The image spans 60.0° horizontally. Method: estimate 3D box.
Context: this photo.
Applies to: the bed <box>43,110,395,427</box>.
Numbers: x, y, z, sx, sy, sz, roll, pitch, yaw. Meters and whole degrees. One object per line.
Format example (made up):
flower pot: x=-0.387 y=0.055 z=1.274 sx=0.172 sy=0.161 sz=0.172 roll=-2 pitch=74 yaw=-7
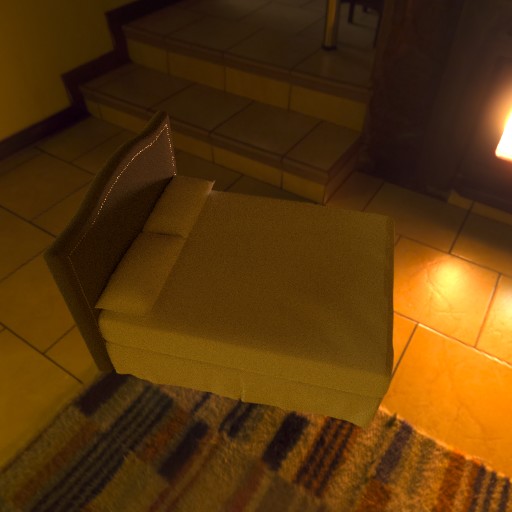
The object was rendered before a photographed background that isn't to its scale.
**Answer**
bed: x=0.000 y=0.000 z=3.233 sx=2.036 sy=1.387 sz=1.666 roll=9 pitch=46 yaw=9
